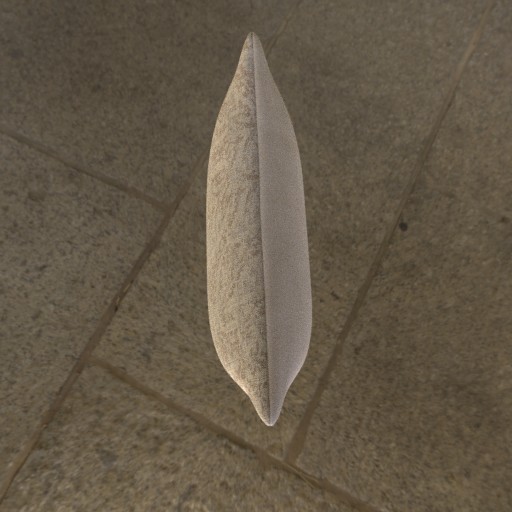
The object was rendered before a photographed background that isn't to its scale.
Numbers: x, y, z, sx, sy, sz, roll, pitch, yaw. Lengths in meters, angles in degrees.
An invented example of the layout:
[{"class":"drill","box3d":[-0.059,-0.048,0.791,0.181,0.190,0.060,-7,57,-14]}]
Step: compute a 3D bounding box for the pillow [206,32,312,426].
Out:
[{"class":"pillow","box3d":[0.000,0.000,0.789,0.166,0.510,0.523,-2,74,-1]}]
